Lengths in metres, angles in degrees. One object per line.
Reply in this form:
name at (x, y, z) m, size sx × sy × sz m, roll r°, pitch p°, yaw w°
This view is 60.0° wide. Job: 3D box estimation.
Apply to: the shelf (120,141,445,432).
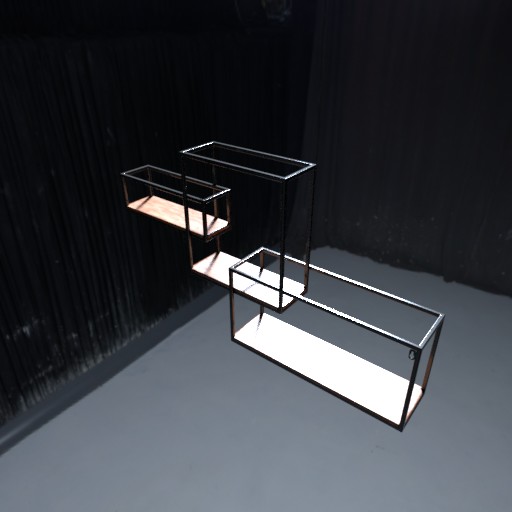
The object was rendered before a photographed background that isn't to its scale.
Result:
shelf at (0.000, 0.000, 2.203) m, size 1.781 × 0.972 × 0.275 m, roll 21°, pitch 36°, yaw 33°
